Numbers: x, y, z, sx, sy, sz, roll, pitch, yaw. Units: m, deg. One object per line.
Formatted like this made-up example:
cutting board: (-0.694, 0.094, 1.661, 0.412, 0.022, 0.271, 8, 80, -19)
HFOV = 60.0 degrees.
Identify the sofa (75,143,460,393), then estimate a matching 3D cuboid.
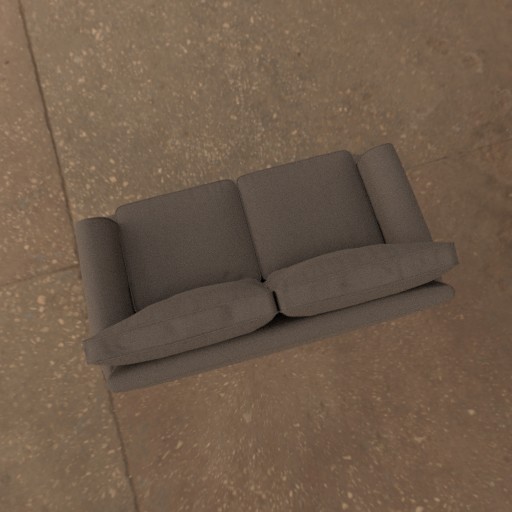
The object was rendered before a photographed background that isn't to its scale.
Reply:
sofa: (0.000, 0.000, 2.233, 1.665, 0.937, 0.964, -15, 77, -4)
